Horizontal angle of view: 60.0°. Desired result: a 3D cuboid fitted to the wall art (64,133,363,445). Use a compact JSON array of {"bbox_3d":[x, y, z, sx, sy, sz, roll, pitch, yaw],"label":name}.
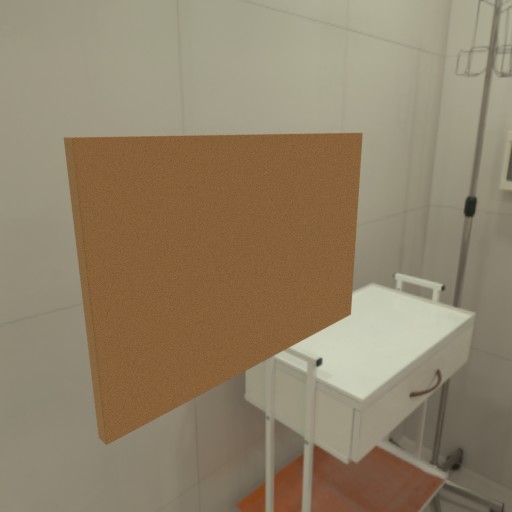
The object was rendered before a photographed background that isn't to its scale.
[{"bbox_3d":[0.000,0.000,1.149,0.033,0.608,0.915,15,22,42],"label":"wall art"}]
